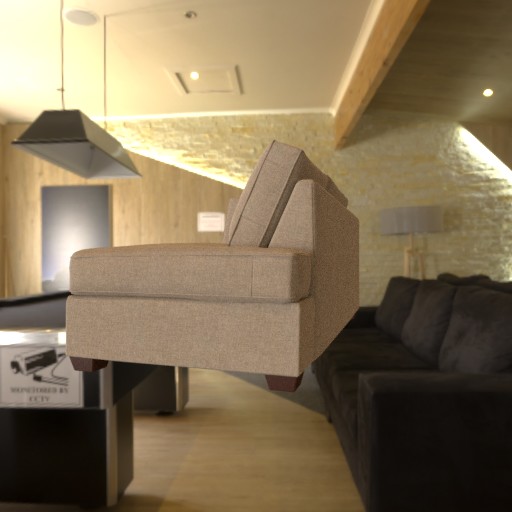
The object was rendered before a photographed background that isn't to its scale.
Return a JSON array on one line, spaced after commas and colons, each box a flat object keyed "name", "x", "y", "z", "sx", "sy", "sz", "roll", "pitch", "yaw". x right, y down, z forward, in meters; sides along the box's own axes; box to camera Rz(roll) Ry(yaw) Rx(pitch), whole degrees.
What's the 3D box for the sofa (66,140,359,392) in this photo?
[{"name": "sofa", "x": 0.000, "y": 0.000, "z": 2.810, "sx": 1.110, "sy": 1.019, "sz": 2.238, "roll": 0, "pitch": 0, "yaw": 18}]
